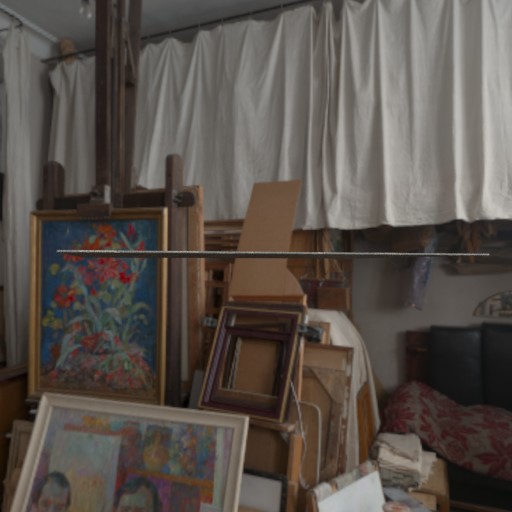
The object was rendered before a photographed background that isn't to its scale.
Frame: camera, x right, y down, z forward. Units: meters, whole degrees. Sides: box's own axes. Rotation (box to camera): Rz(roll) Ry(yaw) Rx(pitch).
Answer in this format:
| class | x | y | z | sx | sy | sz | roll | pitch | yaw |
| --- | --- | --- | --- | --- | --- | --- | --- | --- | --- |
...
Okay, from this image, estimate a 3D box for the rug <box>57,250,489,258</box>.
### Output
| class | x | y | z | sx | sy | sz | roll | pitch | yaw |
| --- | --- | --- | --- | --- | --- | --- | --- | --- | --- |
| rug | 0.000 | 0.000 | 4.384 | 3.353 | 0.013 | 2.438 | 0 | -1 | -18 |
